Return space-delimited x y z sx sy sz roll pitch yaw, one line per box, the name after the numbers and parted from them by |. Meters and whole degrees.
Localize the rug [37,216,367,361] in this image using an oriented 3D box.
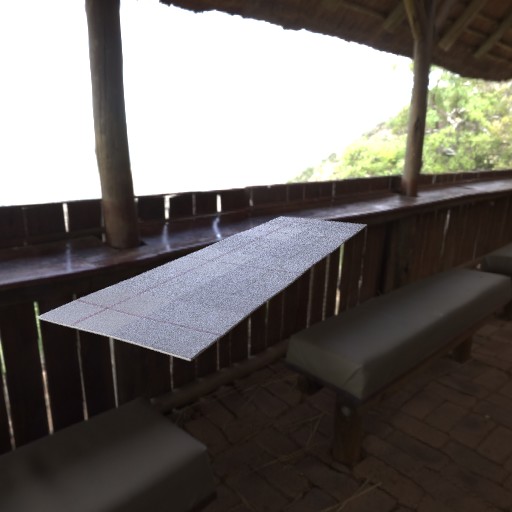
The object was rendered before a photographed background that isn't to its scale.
0.000 0.000 2.689 0.762 0.013 2.439 8 18 26 | rug
